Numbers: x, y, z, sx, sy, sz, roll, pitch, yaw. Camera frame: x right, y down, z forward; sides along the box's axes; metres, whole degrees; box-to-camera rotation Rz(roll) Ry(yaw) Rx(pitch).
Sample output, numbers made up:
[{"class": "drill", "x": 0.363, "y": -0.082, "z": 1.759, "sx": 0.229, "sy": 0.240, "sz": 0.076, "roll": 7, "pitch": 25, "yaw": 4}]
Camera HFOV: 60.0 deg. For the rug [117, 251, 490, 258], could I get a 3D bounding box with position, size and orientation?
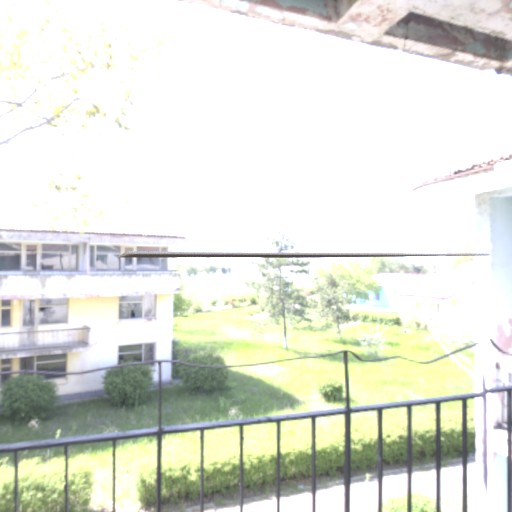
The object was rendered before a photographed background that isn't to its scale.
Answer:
[{"class": "rug", "x": 0.000, "y": 0.000, "z": 4.154, "sx": 2.441, "sy": 0.015, "sz": 3.050, "roll": 0, "pitch": -1, "yaw": -18}]
